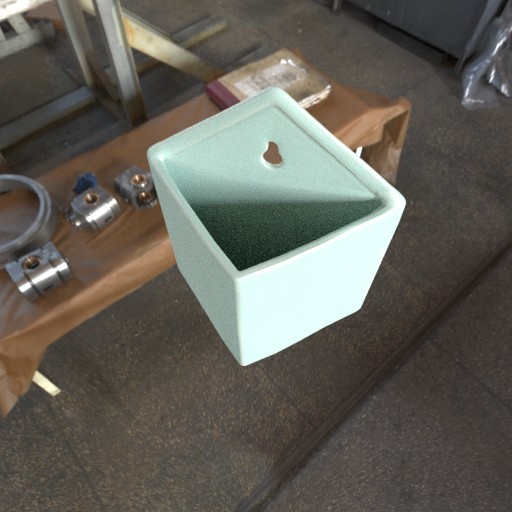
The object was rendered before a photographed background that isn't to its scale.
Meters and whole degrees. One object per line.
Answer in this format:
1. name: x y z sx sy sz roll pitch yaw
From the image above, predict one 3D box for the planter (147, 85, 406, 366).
1. planter: 0.000 0.000 0.282 0.164 0.197 0.079 13 58 8
